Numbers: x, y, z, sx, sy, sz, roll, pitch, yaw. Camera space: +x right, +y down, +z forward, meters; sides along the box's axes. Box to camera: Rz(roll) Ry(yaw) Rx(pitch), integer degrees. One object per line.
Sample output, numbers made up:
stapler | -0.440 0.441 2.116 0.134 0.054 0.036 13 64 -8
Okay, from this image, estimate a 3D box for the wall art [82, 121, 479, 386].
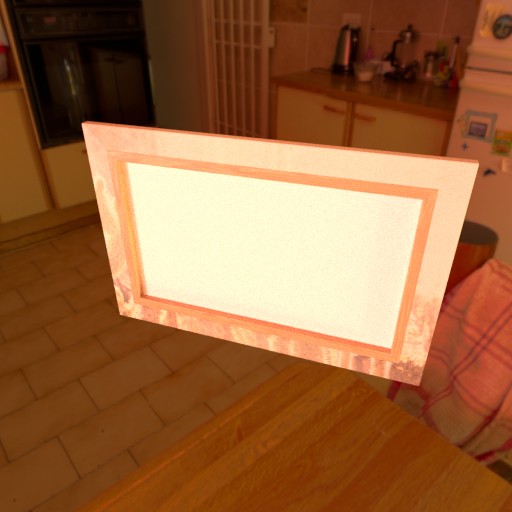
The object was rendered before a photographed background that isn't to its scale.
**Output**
wall art | 0.000 0.000 1.909 1.525 1.012 0.038 10 33 16
